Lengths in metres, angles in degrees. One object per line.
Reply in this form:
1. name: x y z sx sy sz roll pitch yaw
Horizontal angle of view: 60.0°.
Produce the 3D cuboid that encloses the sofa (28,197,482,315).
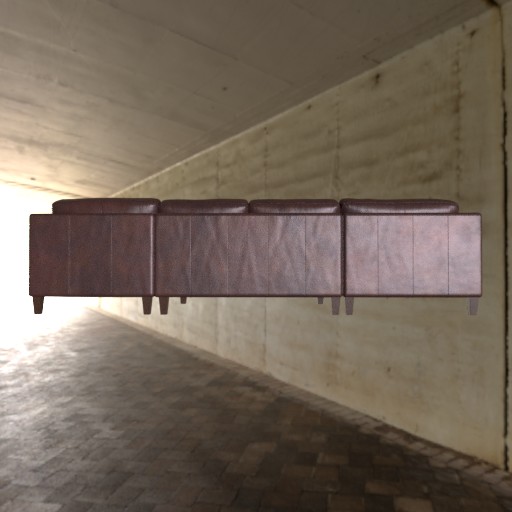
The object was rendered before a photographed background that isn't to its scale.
1. sofa: 0.000 0.000 4.450 3.324 0.891 2.452 0 -1 1
